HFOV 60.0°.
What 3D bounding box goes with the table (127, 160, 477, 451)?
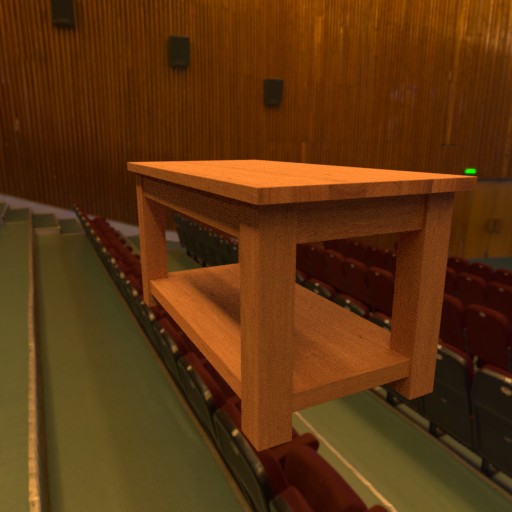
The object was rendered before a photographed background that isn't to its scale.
[{"bbox_3d":[0.000,0.000,1.153,0.450,0.452,0.899,-7,16,-26],"label":"table"}]
